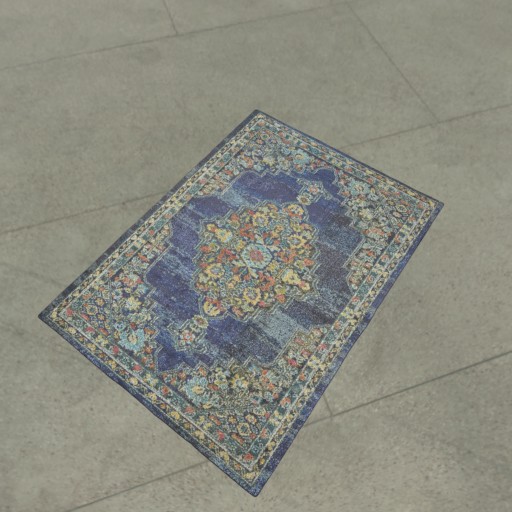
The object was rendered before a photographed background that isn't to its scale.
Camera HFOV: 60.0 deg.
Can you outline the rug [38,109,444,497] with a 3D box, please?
[{"bbox_3d":[0.000,0.000,2.865,1.630,0.009,2.232,32,64,18],"label":"rug"}]
